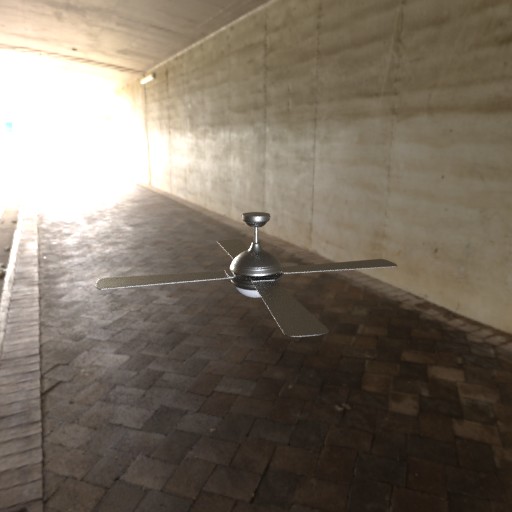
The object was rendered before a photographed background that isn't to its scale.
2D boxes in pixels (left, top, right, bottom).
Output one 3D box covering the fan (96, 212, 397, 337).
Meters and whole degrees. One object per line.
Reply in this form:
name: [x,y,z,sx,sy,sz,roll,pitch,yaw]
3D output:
fan: [0.000,0.000,2.004,1.321,0.381,1.321,2,15,6]
